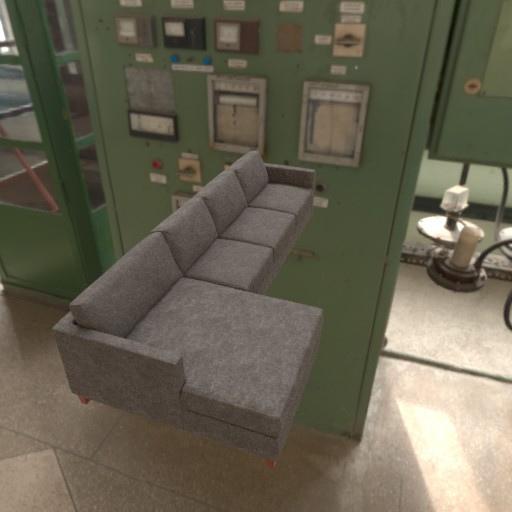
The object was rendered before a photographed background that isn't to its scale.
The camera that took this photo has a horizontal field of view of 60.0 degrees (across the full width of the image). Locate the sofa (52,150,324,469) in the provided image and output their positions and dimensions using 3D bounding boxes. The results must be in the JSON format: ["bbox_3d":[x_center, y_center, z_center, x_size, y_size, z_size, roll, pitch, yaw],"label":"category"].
[{"bbox_3d":[0.000,0.000,4.167,1.606,0.954,3.471,11,33,17],"label":"sofa"}]
